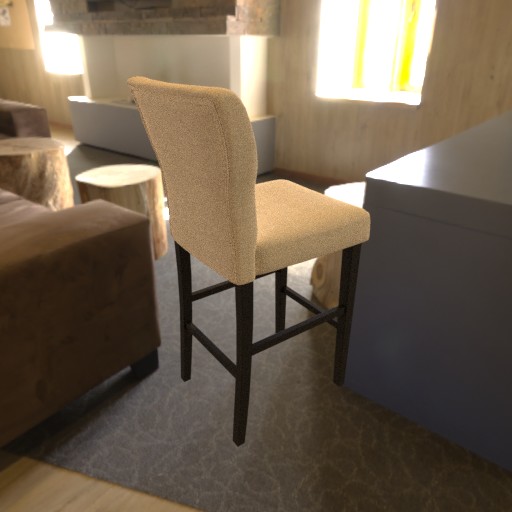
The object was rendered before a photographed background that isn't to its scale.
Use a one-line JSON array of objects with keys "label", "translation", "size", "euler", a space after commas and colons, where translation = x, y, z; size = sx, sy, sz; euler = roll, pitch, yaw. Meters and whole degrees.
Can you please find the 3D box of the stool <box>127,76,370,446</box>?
[{"label": "stool", "translation": [0.000, 0.000, 1.486], "size": [0.603, 1.124, 0.516], "euler": [-18, 31, -32]}]
